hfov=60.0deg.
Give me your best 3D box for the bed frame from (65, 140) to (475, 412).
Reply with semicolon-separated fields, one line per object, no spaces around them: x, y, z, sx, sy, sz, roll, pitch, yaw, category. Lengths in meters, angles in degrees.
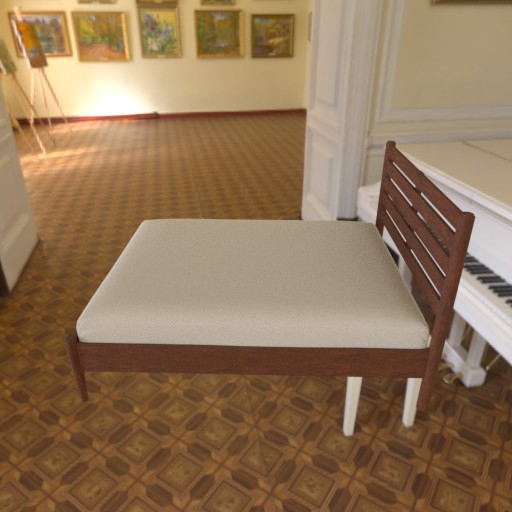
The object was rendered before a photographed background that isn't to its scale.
0.000;0.000;3.240;2.234;1.321;1.655;1;27;2;bed frame
